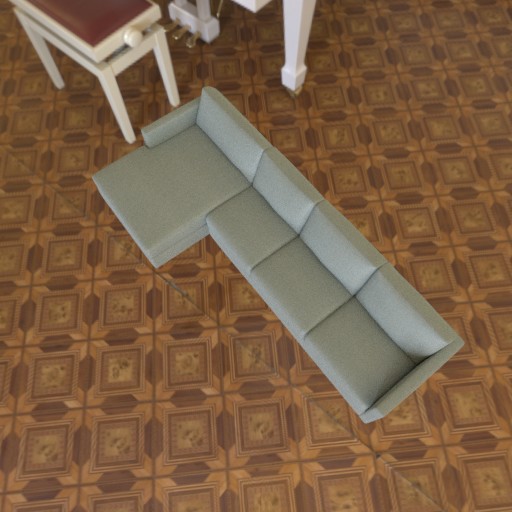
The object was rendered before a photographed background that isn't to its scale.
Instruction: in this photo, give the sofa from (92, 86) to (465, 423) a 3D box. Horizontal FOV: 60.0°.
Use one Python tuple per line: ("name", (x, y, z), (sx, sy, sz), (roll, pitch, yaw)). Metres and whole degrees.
("sofa", (0.000, 0.000, 4.134), (1.600, 0.953, 3.470), (-35, 70, -15))
